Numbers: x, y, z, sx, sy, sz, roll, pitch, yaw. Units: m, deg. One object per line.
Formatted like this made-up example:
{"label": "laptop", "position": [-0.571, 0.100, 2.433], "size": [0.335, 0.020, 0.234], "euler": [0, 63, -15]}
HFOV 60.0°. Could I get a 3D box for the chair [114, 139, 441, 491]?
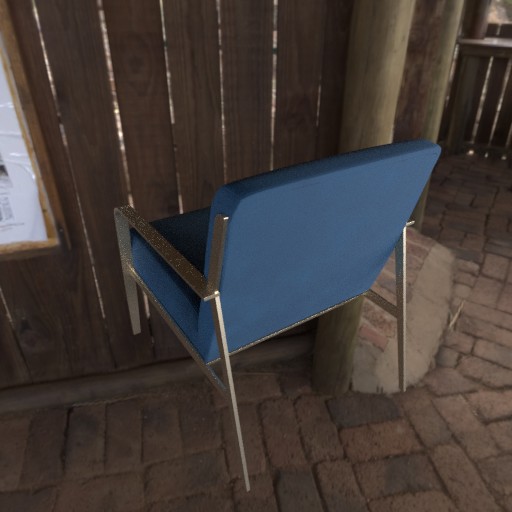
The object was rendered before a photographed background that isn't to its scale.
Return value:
{"label": "chair", "position": [0.000, 0.000, 1.427], "size": [0.692, 0.831, 0.859], "euler": [-19, 35, -29]}
